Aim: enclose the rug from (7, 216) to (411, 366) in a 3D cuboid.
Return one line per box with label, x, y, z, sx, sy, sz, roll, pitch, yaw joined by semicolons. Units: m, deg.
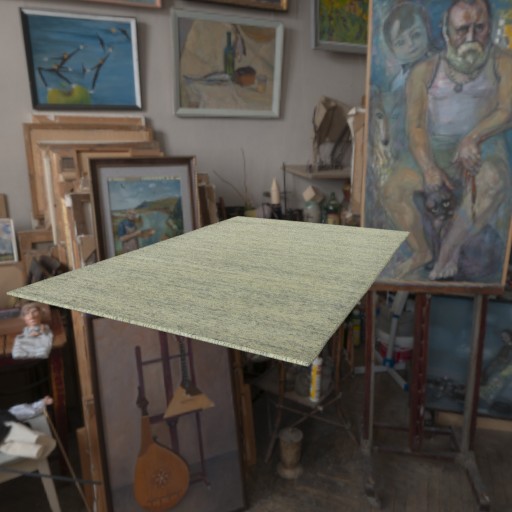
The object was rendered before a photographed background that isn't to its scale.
rug;0.000;0.000;2.235;1.243;0.014;1.846;8;17;26
